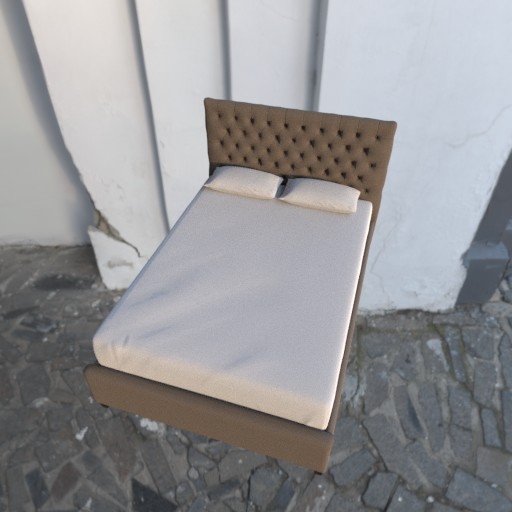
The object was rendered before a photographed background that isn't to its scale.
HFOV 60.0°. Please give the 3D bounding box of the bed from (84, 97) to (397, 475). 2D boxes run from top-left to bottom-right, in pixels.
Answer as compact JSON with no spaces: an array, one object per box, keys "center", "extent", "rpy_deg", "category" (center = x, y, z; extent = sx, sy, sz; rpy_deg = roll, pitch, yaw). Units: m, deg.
[{"center":[0.000,0.000,3.424],"extent":[1.698,1.427,2.387],"rpy_deg":[12,43,13],"category":"bed"}]
